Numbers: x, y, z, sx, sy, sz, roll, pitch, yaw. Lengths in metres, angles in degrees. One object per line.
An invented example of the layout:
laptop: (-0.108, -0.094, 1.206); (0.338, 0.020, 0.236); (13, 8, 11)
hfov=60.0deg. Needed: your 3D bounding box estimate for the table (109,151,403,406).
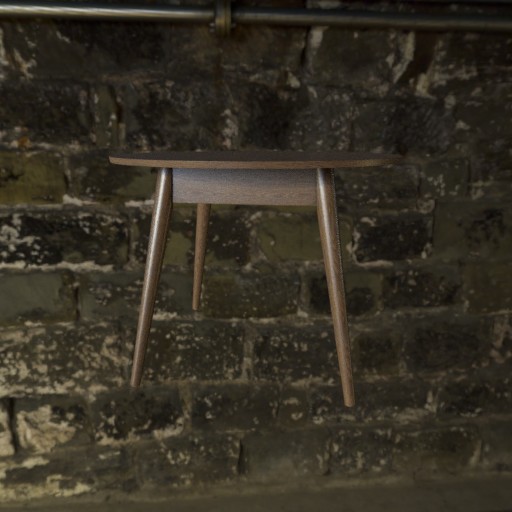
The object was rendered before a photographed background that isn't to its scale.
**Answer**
table: (0.000, 0.000, 1.763); (1.053, 0.786, 1.053); (0, 15, 0)
